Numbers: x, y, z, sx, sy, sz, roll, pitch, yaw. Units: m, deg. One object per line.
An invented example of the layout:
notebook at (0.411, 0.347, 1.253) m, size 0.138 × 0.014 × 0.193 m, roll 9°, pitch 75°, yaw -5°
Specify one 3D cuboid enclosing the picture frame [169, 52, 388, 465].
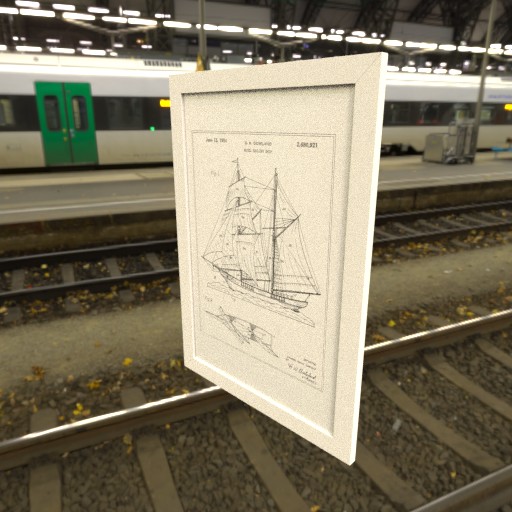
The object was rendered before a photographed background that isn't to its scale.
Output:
picture frame at (0.000, 0.000, 0.580) m, size 0.326 × 0.459 × 0.011 m, roll 16°, pitch 24°, yaw 41°
